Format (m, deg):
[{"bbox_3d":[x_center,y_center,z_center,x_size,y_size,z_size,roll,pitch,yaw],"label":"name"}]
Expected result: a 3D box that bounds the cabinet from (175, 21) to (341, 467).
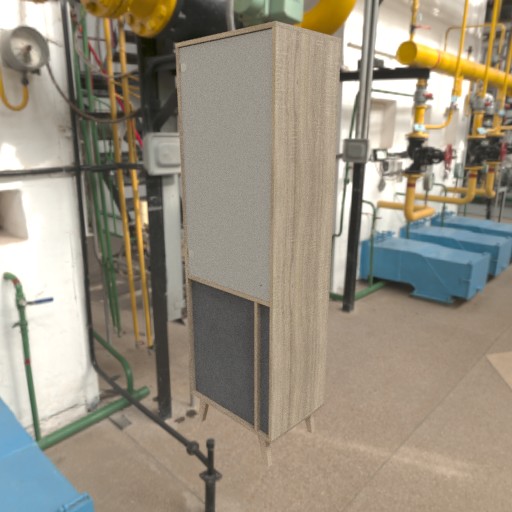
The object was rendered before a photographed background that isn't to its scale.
[{"bbox_3d":[0.000,0.000,2.085,0.570,1.850,0.400,14,21,42],"label":"cabinet"}]
